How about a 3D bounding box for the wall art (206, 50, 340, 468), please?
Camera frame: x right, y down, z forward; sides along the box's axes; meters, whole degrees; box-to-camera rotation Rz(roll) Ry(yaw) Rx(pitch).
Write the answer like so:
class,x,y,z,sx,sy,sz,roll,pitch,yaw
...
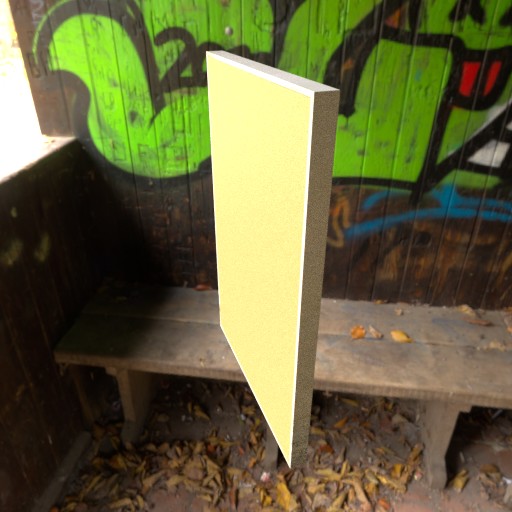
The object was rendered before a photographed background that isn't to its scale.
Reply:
class,x,y,z,sx,sy,sz,roll,pitch,yaw
wall art,0.000,0.000,0.960,0.038,0.764,0.508,-11,32,-18
